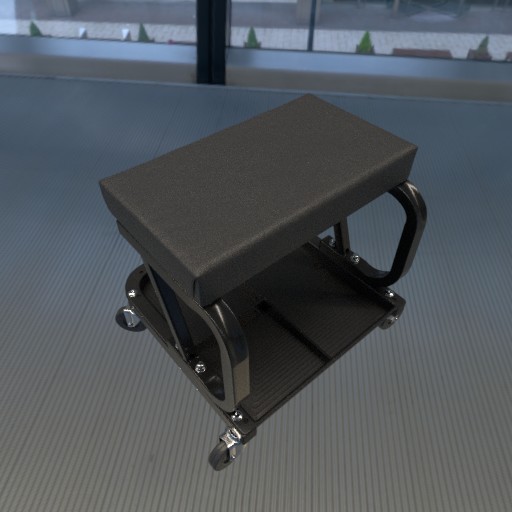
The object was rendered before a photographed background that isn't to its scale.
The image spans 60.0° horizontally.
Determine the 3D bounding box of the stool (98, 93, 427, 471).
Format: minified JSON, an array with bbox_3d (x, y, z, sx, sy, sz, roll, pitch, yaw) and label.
[{"bbox_3d":[0.000,0.000,0.714,0.446,0.380,0.371,-31,53,-27],"label":"stool"}]
